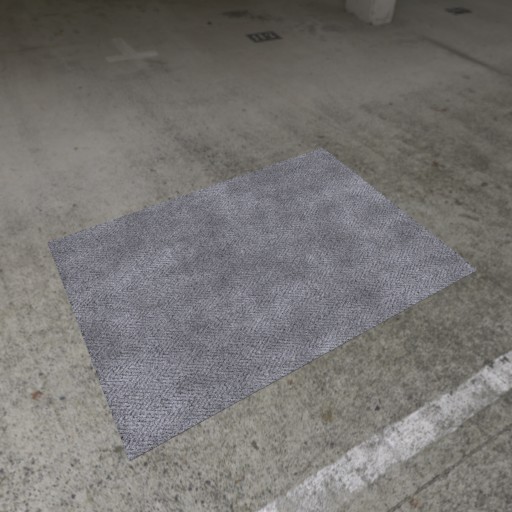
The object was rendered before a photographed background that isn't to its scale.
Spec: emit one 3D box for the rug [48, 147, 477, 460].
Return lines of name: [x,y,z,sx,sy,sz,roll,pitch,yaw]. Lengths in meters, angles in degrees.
rug: [0.000,0.000,2.823,2.235,0.008,1.600,-23,50,-21]
